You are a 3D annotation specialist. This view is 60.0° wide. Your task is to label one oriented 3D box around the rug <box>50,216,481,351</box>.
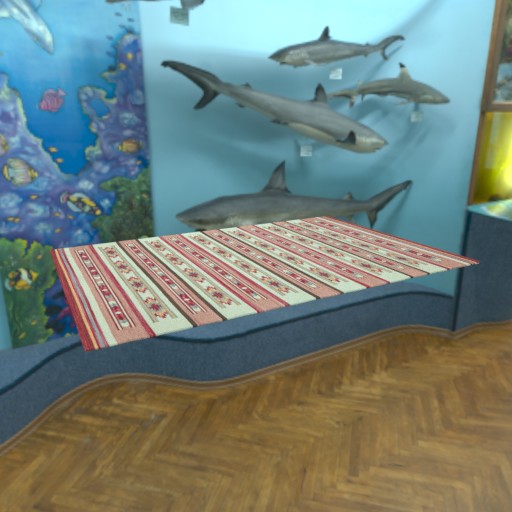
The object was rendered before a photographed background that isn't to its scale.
[{"bbox_3d":[0.000,0.000,2.241,1.817,0.008,1.223,-9,19,-27],"label":"rug"}]
